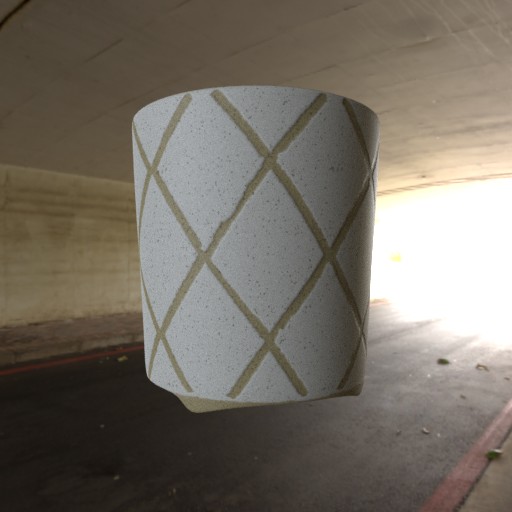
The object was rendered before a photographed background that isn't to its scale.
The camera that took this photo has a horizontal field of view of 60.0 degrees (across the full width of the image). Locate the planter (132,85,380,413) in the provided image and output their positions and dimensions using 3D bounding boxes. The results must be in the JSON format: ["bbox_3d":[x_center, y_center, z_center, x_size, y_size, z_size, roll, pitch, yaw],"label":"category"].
[{"bbox_3d":[0.000,0.000,0.353,0.191,0.199,0.191,0,-1,0],"label":"planter"}]
